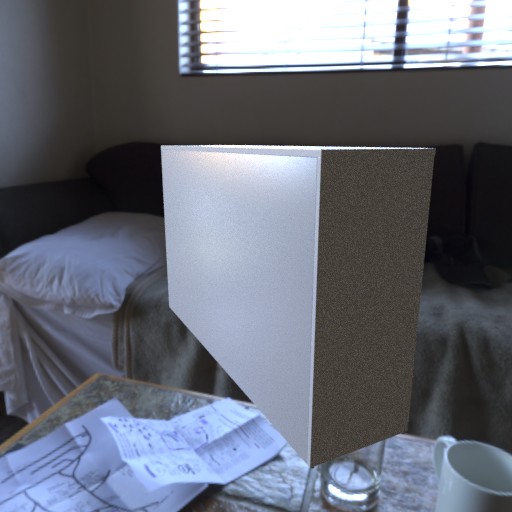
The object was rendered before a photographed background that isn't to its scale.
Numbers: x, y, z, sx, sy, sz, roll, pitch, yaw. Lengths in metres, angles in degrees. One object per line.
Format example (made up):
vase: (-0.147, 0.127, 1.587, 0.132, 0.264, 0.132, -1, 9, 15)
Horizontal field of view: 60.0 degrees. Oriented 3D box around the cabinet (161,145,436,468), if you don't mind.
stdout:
cabinet: (0.000, 0.000, 1.877, 0.380, 0.900, 1.450, -7, 16, -26)
